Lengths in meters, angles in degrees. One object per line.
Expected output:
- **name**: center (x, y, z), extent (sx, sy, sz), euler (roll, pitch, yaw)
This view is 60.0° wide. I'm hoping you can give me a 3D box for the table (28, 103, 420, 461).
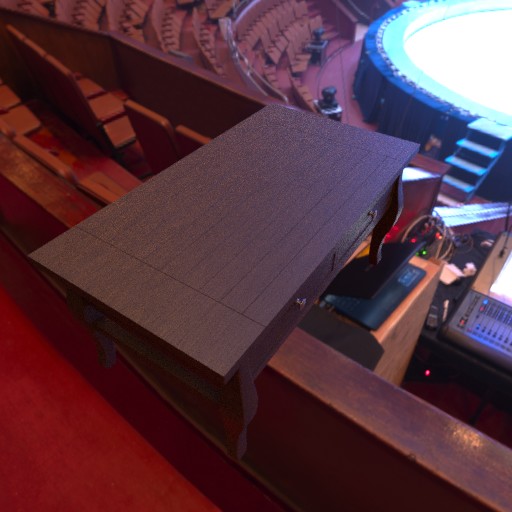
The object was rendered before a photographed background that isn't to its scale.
- **table**: center (0.000, 0.000, 1.417), extent (0.600, 0.494, 1.062), euler (24, 47, 25)
